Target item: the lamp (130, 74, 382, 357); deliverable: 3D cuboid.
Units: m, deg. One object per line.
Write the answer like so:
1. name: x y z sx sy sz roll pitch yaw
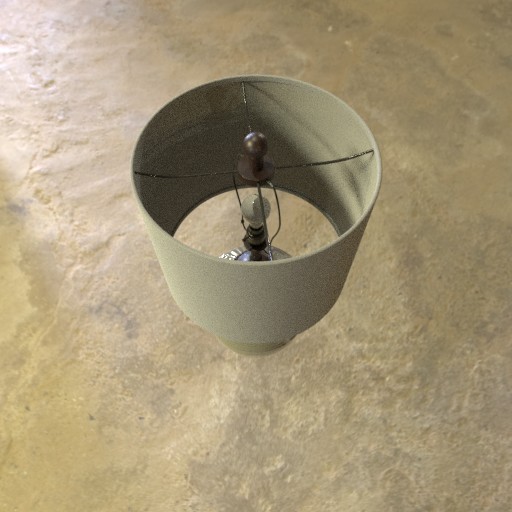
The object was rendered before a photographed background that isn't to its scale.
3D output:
1. lamp: 0.000 0.000 0.775 0.318 0.567 0.318 0 59 0
